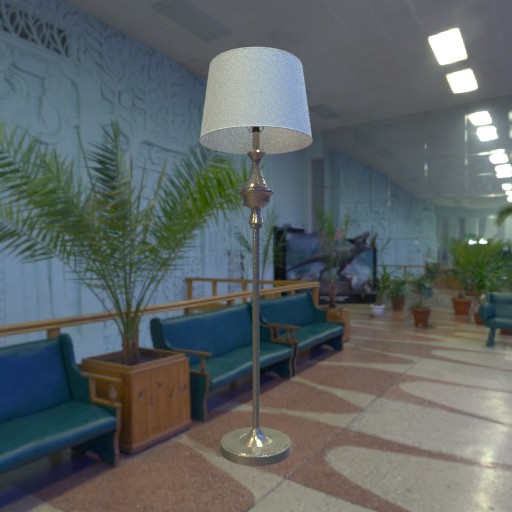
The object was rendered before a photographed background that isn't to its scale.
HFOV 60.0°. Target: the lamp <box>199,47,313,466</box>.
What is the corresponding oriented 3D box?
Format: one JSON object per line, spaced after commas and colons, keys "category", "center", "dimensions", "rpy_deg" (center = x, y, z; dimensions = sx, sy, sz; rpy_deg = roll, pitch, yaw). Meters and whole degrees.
{"category": "lamp", "center": [0.000, 0.000, 1.700], "dimensions": [0.431, 1.488, 0.431], "rpy_deg": [0, 0, 0]}
